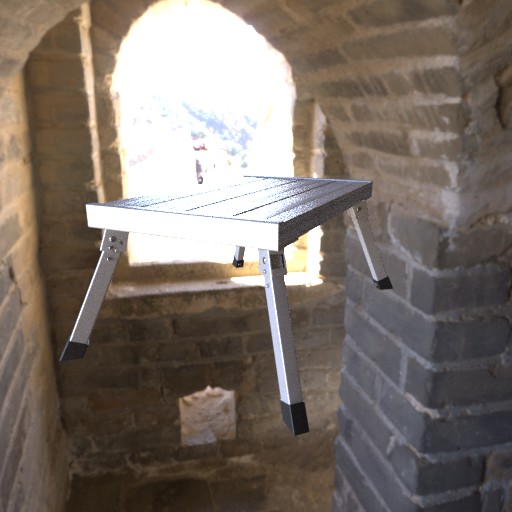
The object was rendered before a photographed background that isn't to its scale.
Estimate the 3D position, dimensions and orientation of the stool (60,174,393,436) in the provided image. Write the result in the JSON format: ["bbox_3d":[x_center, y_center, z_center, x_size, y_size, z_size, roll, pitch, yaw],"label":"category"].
[{"bbox_3d":[0.000,0.000,0.757,0.385,0.225,0.535,8,18,25],"label":"stool"}]
